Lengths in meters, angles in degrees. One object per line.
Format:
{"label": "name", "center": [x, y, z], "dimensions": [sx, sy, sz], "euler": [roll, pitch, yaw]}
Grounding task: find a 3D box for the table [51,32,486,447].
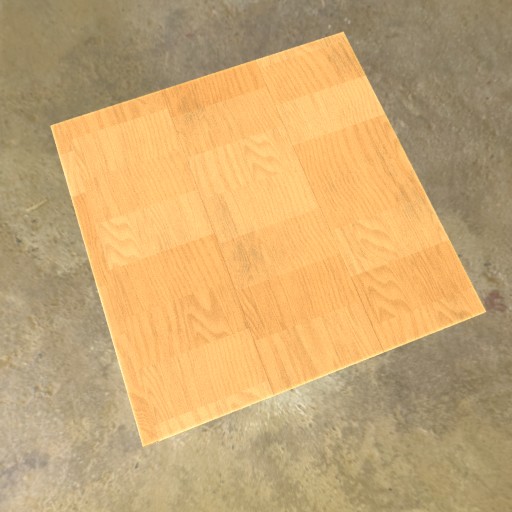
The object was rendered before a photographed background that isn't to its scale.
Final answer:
{"label": "table", "center": [0.000, 0.000, 1.336], "dimensions": [0.747, 0.738, 0.747], "euler": [-20, 76, -5]}
